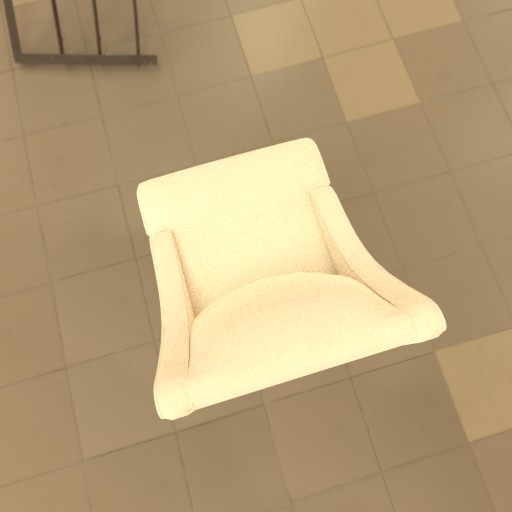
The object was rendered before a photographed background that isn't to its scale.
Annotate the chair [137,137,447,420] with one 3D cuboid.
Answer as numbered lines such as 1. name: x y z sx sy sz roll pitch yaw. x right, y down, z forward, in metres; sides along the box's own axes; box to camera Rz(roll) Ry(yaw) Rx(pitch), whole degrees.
1. chair: 0.000 0.000 1.480 0.689 0.886 0.806 -16 76 -4
